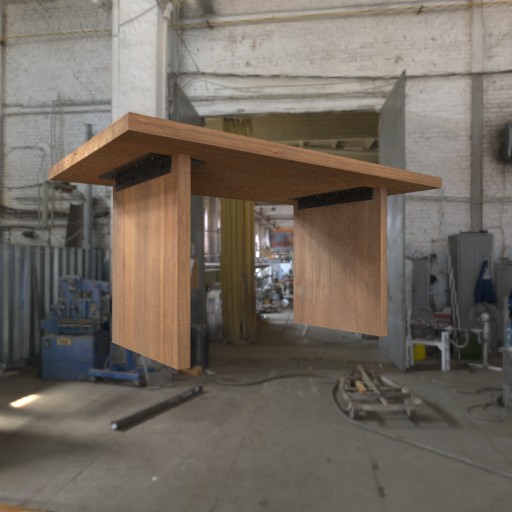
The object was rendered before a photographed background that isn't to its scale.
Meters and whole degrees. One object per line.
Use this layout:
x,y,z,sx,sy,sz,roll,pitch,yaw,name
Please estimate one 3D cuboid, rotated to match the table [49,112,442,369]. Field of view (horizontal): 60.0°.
0.000,0.000,2.089,1.609,0.780,0.946,1,-1,-37,table
